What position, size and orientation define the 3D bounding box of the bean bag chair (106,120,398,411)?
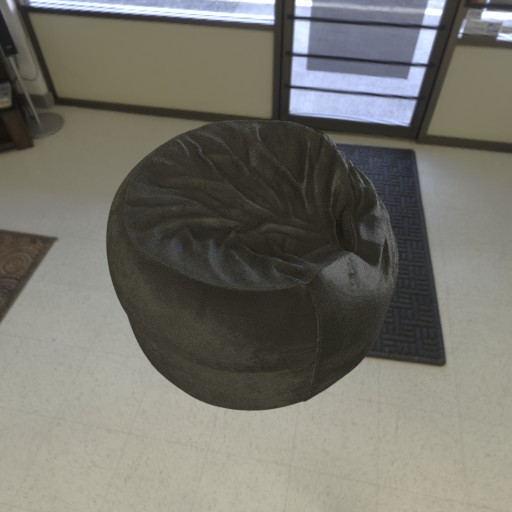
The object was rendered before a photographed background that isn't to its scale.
[{"bbox_3d":[0.000,0.000,1.491,0.918,0.605,0.918,0,49,0],"label":"bean bag chair"}]
